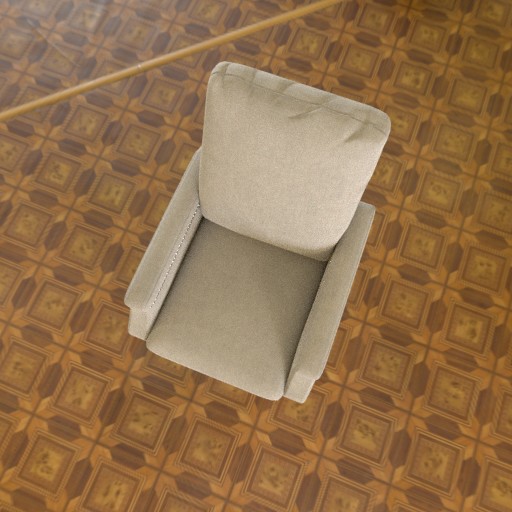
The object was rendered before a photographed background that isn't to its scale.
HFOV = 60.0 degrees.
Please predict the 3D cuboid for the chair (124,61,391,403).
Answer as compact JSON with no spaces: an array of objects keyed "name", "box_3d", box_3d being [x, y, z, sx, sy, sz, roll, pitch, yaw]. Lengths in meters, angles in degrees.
[{"name":"chair","box_3d":[0.000,0.000,1.644,0.710,1.049,0.922,20,75,6]}]
